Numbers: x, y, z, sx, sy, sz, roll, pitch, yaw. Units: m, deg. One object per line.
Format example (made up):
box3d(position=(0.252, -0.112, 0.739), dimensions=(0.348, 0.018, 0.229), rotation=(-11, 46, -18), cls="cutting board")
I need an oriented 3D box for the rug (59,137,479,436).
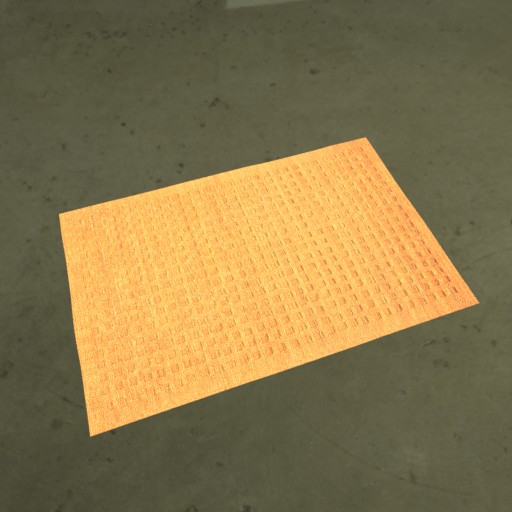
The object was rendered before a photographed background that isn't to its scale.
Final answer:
box3d(position=(0.000, 0.000, 2.141), dimensions=(1.747, 0.006, 1.143), rotation=(-16, 59, -10), cls="rug")
